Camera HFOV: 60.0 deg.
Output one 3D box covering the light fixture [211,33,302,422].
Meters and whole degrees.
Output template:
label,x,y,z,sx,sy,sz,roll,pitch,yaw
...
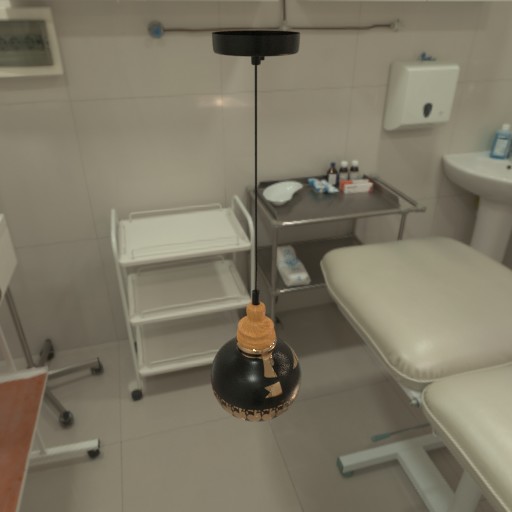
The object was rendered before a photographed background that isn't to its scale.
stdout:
label,x,y,z,sx,sy,sz,roll,pitch,yaw
light fixture,0.000,0.000,1.783,0.430,1.606,0.430,-8,31,-14
